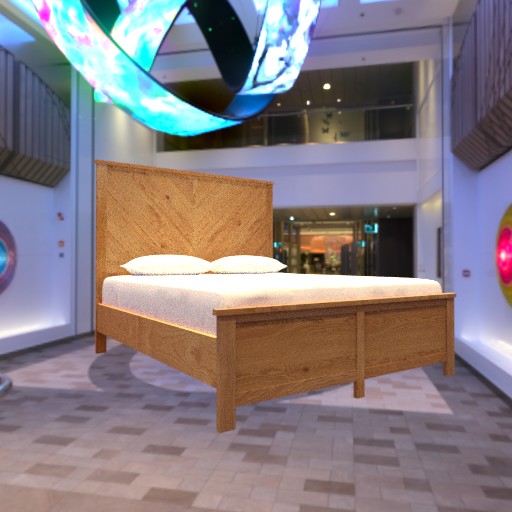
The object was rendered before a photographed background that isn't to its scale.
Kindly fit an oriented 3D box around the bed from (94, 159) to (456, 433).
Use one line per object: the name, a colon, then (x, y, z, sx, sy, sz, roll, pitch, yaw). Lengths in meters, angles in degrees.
bed: (0.000, 0.000, 4.033, 2.225, 1.938, 2.530, 1, -1, -34)
